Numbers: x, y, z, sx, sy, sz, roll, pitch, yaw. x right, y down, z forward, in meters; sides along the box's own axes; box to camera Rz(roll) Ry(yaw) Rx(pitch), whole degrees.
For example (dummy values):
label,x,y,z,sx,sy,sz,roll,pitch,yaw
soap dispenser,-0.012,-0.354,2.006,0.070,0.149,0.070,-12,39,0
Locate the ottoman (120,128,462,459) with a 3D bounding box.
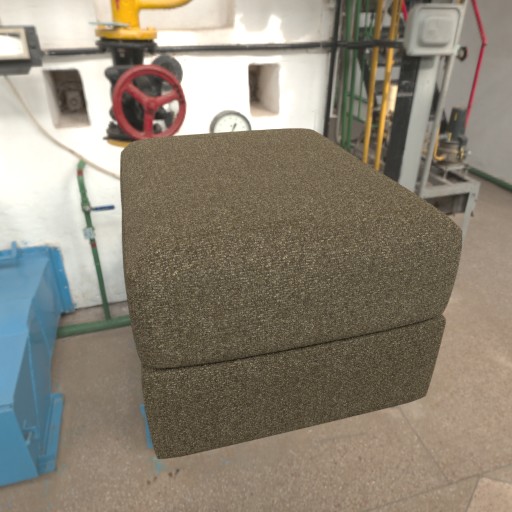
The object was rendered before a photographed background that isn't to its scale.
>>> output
label,x,y,z,sx,sy,sz,roll,pitch,yaw
ottoman,0.000,0.000,1.086,0.598,0.476,0.742,-8,31,-13
